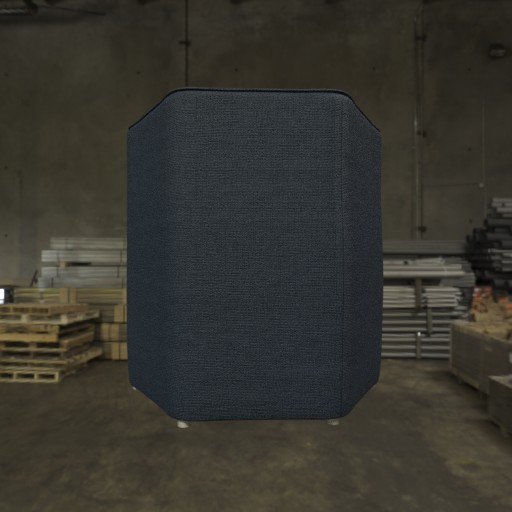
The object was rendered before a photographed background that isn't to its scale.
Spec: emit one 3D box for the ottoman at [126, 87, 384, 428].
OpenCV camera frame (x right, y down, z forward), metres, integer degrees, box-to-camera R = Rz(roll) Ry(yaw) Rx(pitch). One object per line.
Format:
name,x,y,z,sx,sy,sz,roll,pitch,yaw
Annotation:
ottoman,0.000,0.000,0.856,0.492,0.505,0.454,0,0,2
